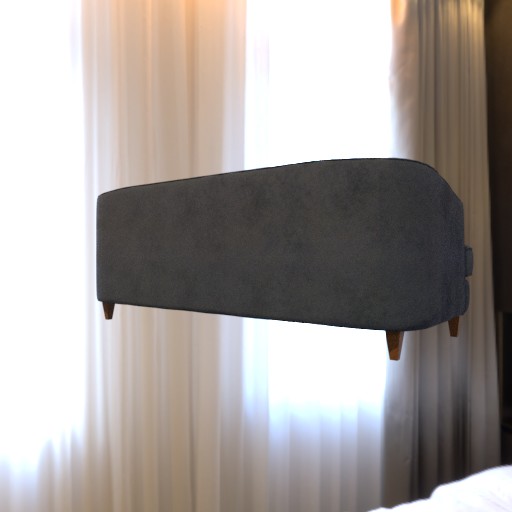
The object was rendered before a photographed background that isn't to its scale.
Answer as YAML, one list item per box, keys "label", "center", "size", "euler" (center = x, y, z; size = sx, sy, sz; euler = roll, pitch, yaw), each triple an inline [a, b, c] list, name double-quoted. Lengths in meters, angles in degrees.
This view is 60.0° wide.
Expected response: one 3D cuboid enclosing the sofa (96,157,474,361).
- label: "sofa"
  center: [0.000, 0.000, 2.696]
  size: [2.278, 0.855, 0.941]
  euler: [0, 0, 36]
